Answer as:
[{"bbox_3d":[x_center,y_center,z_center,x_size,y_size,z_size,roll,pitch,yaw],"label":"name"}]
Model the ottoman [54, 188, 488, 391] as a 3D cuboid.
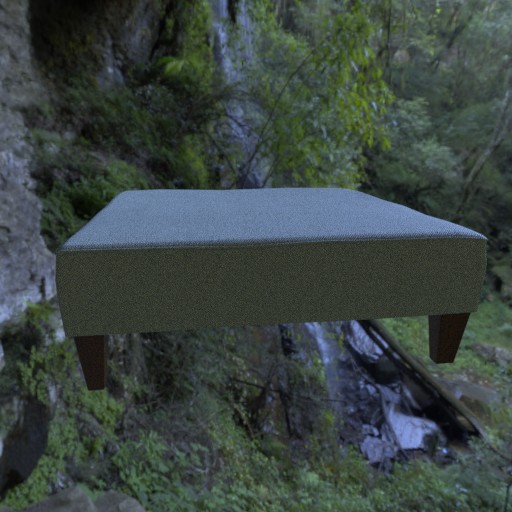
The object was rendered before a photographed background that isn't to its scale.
[{"bbox_3d":[0.000,0.000,1.486,1.004,0.379,0.968,-2,15,-8],"label":"ottoman"}]
